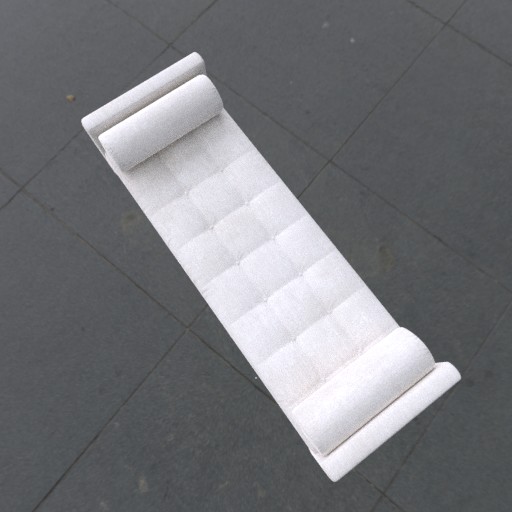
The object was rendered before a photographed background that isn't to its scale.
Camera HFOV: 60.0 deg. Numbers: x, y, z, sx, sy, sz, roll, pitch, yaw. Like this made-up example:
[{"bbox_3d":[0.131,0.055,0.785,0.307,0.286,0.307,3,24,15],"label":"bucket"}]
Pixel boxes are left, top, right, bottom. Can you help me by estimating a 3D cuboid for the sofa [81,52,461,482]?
[{"bbox_3d":[0.000,0.000,2.272,0.686,0.635,1.981,-35,77,-9],"label":"sofa"}]
